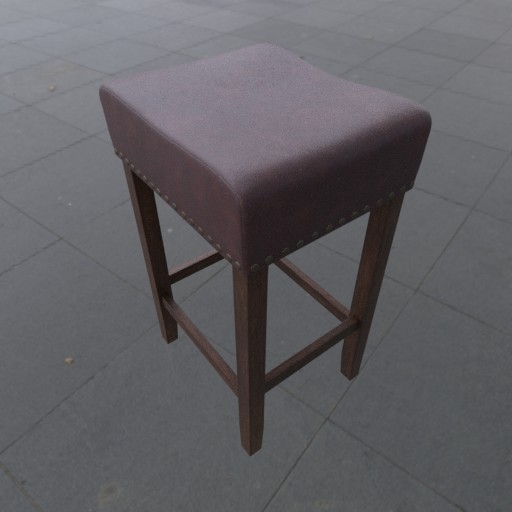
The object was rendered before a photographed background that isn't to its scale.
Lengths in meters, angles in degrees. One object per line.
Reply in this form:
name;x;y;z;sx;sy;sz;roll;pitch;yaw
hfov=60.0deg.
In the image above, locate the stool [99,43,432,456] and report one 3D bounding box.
stool;0.000;0.000;1.022;0.401;0.769;0.465;-27;49;-27
